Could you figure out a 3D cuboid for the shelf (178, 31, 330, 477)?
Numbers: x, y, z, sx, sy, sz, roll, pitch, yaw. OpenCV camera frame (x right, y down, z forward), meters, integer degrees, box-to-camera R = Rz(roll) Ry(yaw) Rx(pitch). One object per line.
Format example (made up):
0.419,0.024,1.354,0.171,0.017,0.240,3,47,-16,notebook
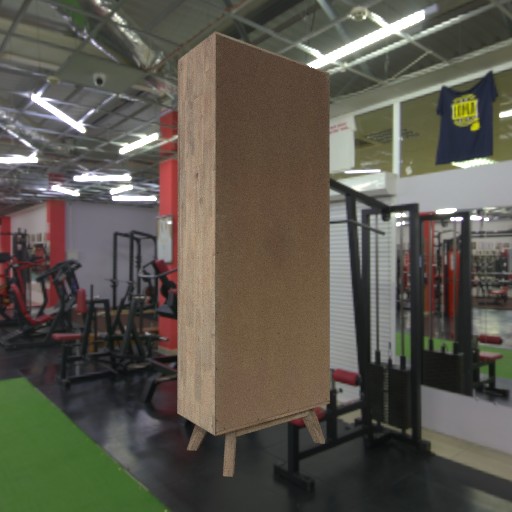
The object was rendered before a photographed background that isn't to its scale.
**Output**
0.000,0.000,1.568,0.491,1.342,0.267,0,0,-37,shelf
